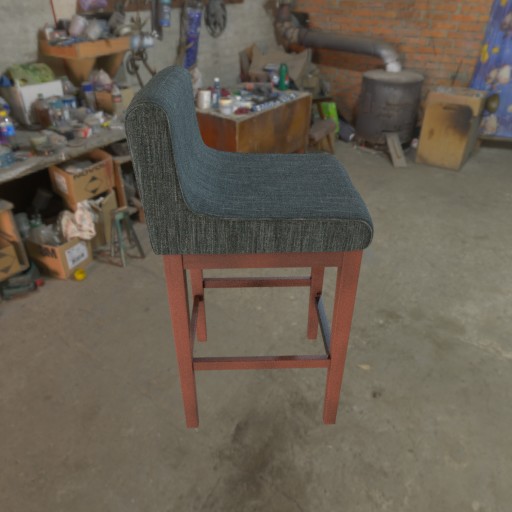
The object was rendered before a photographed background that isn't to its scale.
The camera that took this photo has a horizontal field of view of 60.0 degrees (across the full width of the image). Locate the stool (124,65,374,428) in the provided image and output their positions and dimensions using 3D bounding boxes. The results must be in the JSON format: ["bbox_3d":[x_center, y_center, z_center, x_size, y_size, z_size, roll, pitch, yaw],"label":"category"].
[{"bbox_3d":[0.000,0.000,1.098,0.459,0.835,0.395,-1,31,-1],"label":"stool"}]
